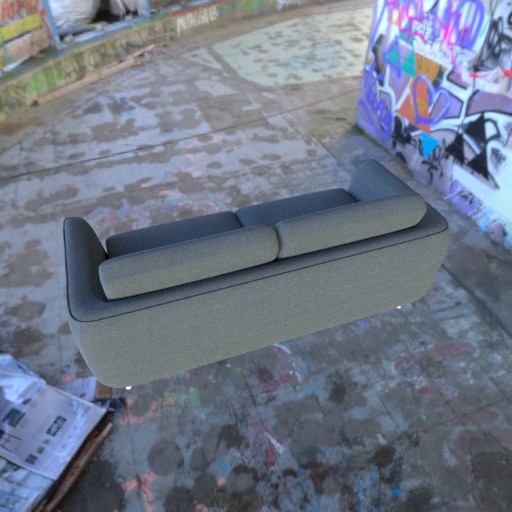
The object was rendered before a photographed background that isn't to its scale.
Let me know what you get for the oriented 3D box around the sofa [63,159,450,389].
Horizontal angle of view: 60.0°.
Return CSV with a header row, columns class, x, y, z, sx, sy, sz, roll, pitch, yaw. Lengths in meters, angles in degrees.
class,x,y,z,sx,sy,sz,roll,pitch,yaw
sofa,0.000,0.000,2.523,2.000,0.850,0.920,-14,43,-15
